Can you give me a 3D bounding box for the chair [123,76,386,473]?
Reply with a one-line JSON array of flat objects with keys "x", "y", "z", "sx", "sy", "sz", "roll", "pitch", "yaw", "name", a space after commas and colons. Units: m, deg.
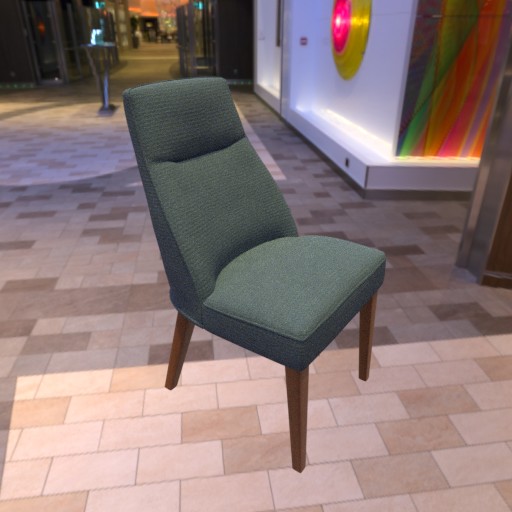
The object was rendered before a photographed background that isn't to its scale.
[{"x": 0.000, "y": 0.000, "z": 1.288, "sx": 0.620, "sy": 0.930, "sz": 0.500, "roll": 18, "pitch": 32, "yaw": 31, "name": "chair"}]
